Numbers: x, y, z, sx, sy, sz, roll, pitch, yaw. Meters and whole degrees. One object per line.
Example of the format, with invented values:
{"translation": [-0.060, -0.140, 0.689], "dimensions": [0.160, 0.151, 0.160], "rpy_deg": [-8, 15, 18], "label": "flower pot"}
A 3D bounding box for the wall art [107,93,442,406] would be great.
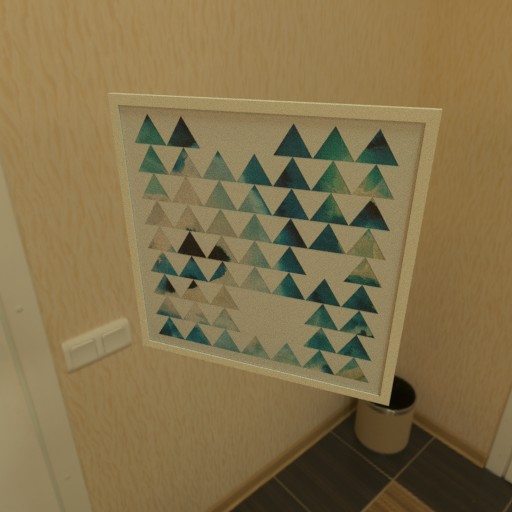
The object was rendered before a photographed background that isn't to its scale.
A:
{"translation": [0.000, 0.000, 0.834], "dimensions": [0.557, 0.557, 0.012], "rpy_deg": [9, 28, 18], "label": "wall art"}
